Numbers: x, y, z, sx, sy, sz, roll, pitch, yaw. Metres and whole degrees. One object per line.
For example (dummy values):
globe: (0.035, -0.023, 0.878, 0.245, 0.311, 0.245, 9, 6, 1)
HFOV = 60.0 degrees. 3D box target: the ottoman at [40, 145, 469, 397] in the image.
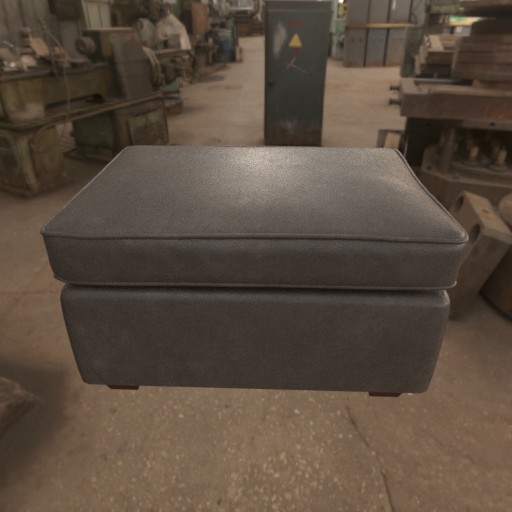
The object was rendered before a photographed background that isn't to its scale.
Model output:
ottoman: (0.000, 0.000, 1.073, 0.756, 0.445, 0.554, 1, 30, 2)
